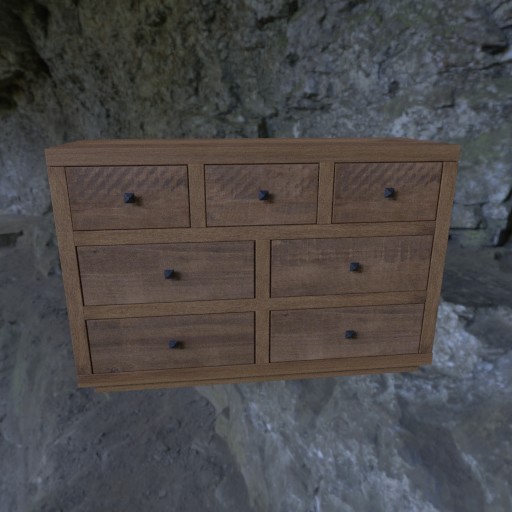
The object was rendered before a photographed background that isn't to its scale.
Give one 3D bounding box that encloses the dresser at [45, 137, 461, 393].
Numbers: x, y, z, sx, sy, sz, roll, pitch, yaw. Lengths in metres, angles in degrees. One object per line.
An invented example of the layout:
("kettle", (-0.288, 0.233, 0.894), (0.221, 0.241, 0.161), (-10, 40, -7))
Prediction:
("dresser", (0.000, 0.000, 1.656), (1.261, 0.825, 0.479), (-2, 18, -6))
